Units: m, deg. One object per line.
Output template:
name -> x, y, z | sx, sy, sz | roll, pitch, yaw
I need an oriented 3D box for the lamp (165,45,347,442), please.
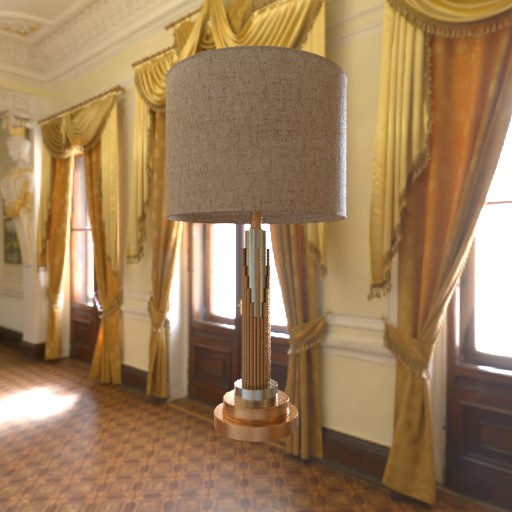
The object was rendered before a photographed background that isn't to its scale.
lamp -> 0.000, 0.000, 0.802 | 0.321, 0.610, 0.321 | -1, 1, -35
